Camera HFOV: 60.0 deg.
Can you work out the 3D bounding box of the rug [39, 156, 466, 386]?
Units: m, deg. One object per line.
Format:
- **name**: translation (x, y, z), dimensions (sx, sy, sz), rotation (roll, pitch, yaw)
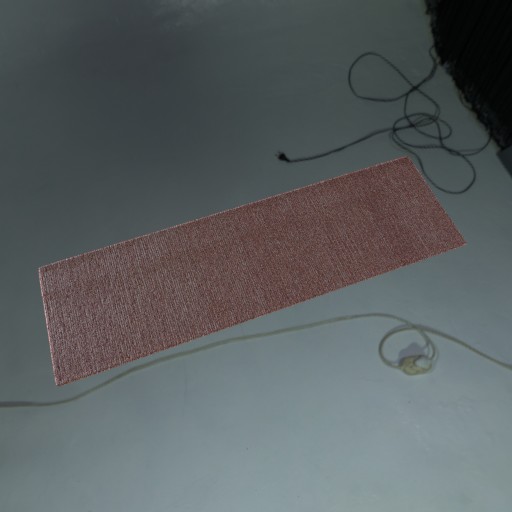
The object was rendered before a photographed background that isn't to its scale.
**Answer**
- **rug**: translation (0.000, 0.000, 2.480), dimensions (2.307, 0.012, 0.687), rotation (-18, 64, -9)
